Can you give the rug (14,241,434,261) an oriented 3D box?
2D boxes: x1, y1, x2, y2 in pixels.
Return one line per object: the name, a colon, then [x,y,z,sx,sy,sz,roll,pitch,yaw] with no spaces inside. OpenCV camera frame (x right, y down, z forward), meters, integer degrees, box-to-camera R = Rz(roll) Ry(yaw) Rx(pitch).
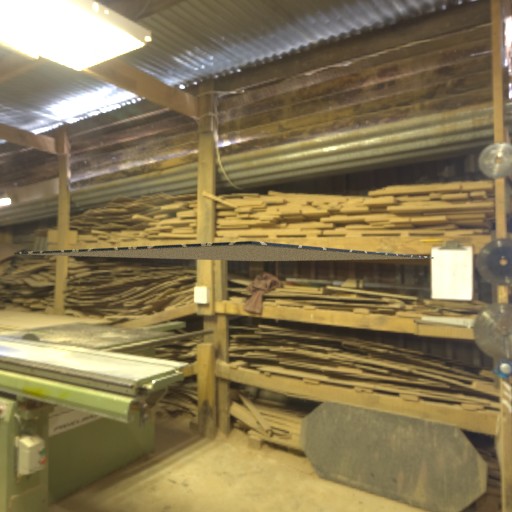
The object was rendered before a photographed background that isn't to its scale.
rug: [0.000,0.000,2.685,1.524,0.010,2.134,-1,-2,36]
